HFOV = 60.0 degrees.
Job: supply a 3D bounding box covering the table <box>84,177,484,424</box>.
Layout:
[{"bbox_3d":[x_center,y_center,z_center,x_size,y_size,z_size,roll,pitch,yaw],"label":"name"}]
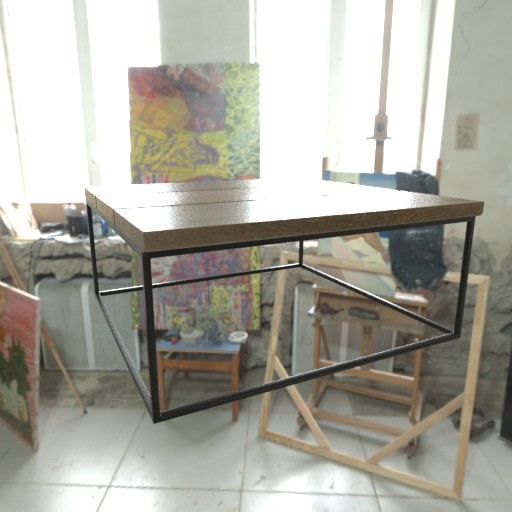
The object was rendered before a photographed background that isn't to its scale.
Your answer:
[{"bbox_3d":[0.000,0.000,1.415,0.900,0.400,0.900,-7,16,-26],"label":"table"}]
